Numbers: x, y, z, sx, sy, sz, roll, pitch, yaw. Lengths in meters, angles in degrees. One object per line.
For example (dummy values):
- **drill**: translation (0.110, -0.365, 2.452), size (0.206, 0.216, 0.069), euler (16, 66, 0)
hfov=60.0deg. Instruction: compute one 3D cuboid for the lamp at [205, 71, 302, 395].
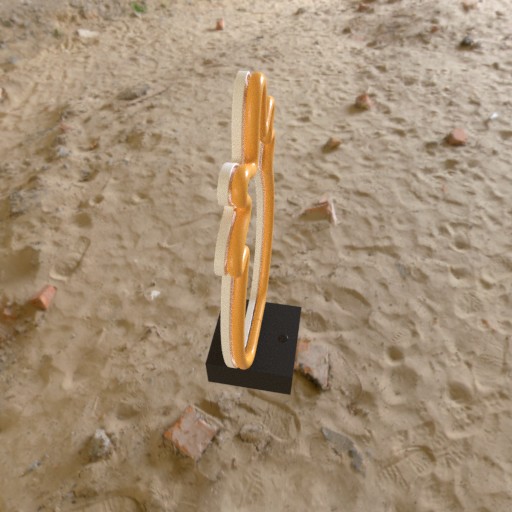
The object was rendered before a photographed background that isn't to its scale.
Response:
- **lamp**: translation (0.000, 0.000, 0.382), size (0.088, 0.317, 0.167), euler (7, 47, 7)
